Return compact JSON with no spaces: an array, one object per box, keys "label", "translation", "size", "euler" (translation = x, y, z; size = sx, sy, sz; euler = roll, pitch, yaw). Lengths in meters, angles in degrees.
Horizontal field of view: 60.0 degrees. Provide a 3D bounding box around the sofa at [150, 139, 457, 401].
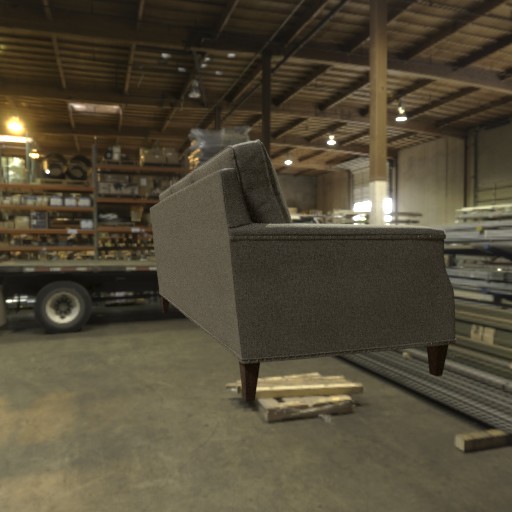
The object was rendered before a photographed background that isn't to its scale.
[{"label":"sofa","translation":[0.000,0.000,2.786],"size":[1.084,1.003,2.246],"euler":[-1,2,-20]}]
